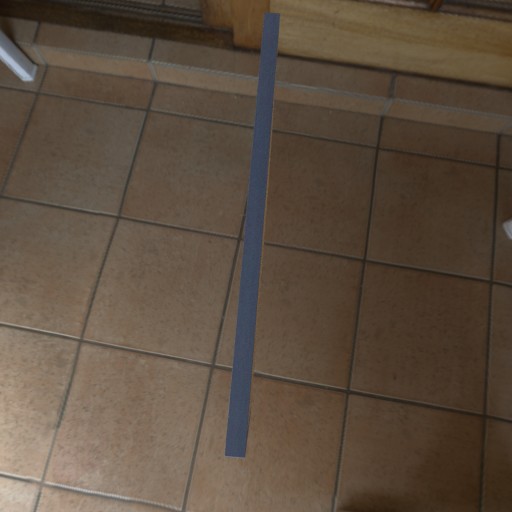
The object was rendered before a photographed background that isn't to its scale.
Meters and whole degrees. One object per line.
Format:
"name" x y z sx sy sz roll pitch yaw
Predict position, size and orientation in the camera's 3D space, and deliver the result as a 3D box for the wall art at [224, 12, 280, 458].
"wall art" 0.000 0.000 0.895 0.026 0.558 0.660 4 75 1
